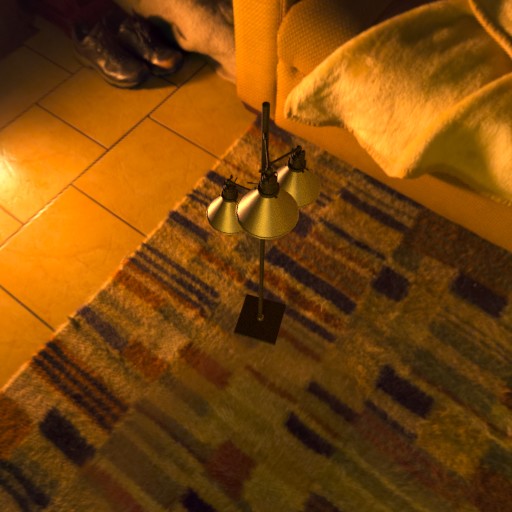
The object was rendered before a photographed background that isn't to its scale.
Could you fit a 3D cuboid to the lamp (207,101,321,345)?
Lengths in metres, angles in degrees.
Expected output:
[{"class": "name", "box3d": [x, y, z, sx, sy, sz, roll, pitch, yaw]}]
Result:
[{"class": "lamp", "box3d": [0.000, 0.000, 1.917, 0.415, 1.716, 0.428, 14, 64, 7]}]
